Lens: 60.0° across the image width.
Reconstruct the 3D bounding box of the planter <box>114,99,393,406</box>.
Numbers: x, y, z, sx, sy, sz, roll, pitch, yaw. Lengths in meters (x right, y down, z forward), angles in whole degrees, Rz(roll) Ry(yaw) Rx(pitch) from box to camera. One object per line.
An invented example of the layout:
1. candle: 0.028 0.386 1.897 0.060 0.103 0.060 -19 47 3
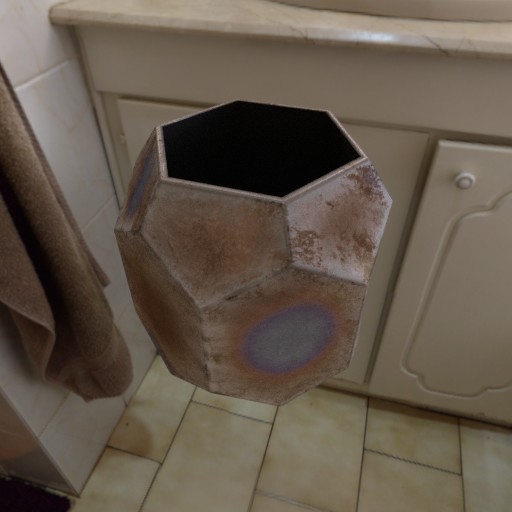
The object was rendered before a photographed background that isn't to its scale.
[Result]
1. planter: 0.000 0.000 0.423 0.221 0.238 0.243 12 42 14
